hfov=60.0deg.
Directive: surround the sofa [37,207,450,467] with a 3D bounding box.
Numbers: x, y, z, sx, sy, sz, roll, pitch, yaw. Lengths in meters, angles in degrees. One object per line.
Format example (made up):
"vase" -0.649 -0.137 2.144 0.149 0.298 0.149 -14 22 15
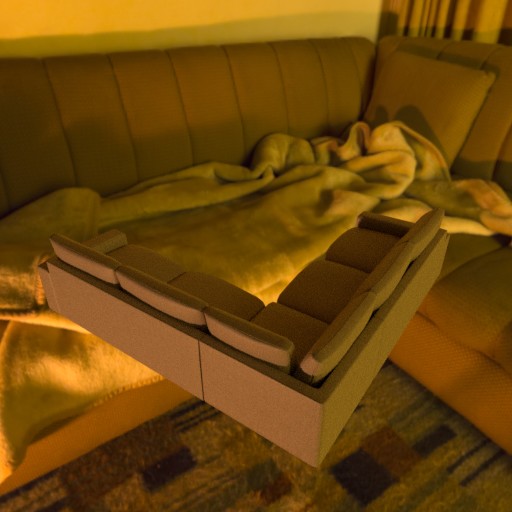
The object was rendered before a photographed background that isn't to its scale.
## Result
"sofa" 0.000 0.000 4.060 2.742 0.800 2.622 20 37 29
